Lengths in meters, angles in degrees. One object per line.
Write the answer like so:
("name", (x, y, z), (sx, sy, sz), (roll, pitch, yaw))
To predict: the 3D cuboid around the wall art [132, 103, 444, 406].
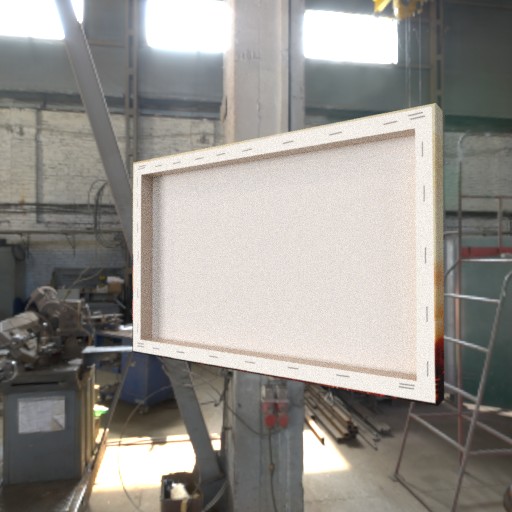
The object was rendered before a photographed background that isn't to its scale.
("wall art", (0.000, 0.000, 0.779), (0.613, 0.402, 0.040), (-1, -1, 35))
